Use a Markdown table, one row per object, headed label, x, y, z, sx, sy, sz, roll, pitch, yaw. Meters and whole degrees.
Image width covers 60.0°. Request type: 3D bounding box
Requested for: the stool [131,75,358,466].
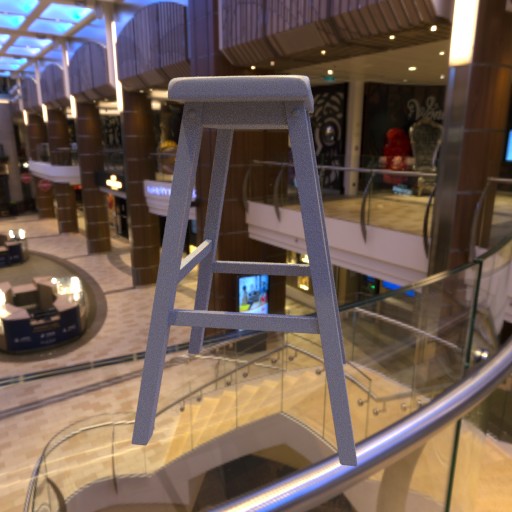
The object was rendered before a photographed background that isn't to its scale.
| label | x | y | z | sx | sy | sz | roll | pitch | yaw |
| --- | --- | --- | --- | --- | --- | --- | --- | --- | --- |
| stool | 0.000 | 0.000 | 1.046 | 0.476 | 0.737 | 0.457 | 2 | 15 | 8 |
